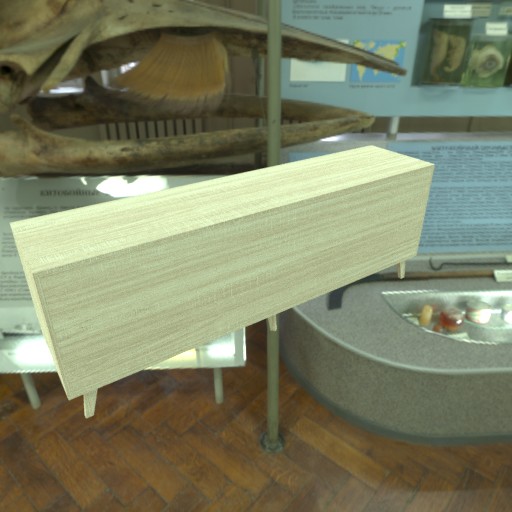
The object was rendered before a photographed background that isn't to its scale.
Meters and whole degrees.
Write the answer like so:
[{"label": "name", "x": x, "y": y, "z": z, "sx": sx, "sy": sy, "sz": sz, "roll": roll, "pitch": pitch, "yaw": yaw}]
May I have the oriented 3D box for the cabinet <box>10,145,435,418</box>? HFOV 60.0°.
[{"label": "cabinet", "x": 0.000, "y": 0.000, "z": 2.438, "sx": 2.200, "sy": 0.780, "sz": 0.500, "roll": -18, "pitch": 34, "yaw": -29}]
